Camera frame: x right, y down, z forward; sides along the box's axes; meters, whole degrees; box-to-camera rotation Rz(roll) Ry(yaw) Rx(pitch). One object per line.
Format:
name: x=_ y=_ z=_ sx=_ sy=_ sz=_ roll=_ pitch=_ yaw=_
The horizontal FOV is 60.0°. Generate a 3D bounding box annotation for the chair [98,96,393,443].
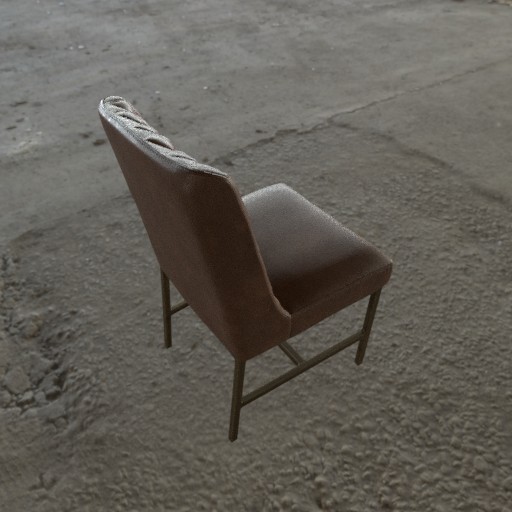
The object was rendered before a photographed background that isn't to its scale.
chair: x=0.000 y=0.000 z=1.233 sx=0.587 sy=0.889 sz=0.508 roll=-25 pitch=47 yaw=-26
